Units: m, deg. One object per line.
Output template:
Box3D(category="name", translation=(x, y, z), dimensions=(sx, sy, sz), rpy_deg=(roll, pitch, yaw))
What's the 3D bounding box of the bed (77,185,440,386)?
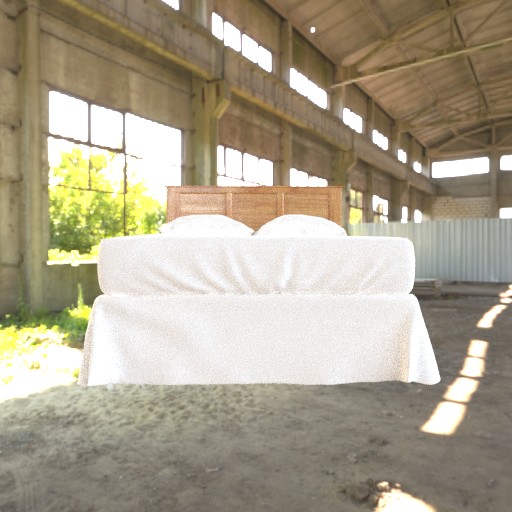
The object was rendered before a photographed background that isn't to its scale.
Box3D(category="bed", translation=(0.000, 0.000, 3.097), dimensions=(1.870, 1.273, 2.035), rpy_deg=(0, 0, -1))
